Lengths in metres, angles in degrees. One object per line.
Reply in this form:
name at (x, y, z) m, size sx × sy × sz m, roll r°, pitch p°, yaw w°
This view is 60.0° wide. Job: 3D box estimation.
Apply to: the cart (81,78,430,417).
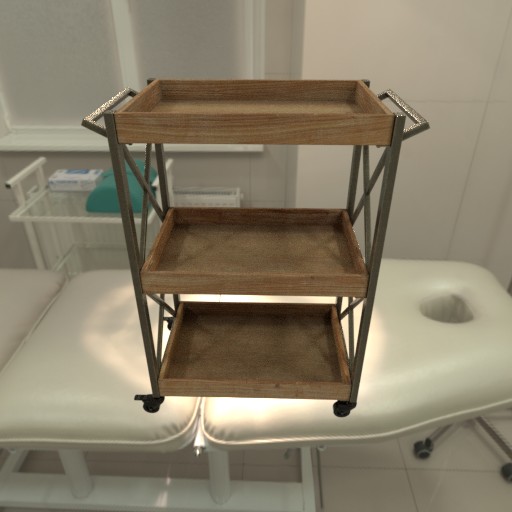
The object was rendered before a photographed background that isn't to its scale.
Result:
cart at (0.000, 0.000, 1.191) m, size 0.673 × 0.835 × 0.377 m, roll 1°, pitch 31°, yaw 1°
